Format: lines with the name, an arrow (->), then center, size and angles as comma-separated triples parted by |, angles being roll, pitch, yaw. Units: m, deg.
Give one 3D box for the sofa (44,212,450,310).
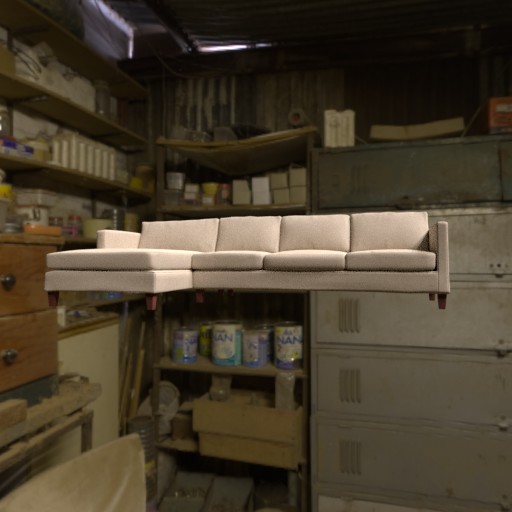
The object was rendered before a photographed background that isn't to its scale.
sofa -> 0.000, 0.000, 3.972 | 3.186, 0.846, 1.625 | 0, -1, 17
